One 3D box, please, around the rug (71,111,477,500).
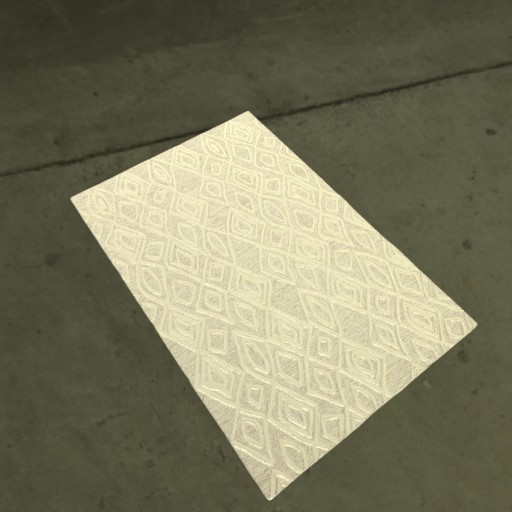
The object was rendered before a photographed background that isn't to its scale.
[{"bbox_3d":[0.000,0.000,2.258,1.224,0.016,1.832,-32,63,-18],"label":"rug"}]
